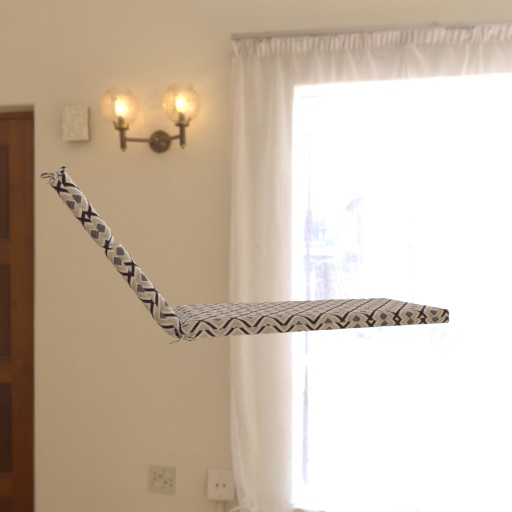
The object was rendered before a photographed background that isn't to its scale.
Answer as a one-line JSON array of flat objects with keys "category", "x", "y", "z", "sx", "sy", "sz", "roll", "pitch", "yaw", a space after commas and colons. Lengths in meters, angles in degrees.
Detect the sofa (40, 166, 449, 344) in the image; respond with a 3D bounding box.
[{"category": "sofa", "x": 0.000, "y": 0.000, "z": 1.968, "sx": 1.663, "sy": 0.622, "sz": 0.582, "roll": 0, "pitch": 1, "yaw": -17}]
